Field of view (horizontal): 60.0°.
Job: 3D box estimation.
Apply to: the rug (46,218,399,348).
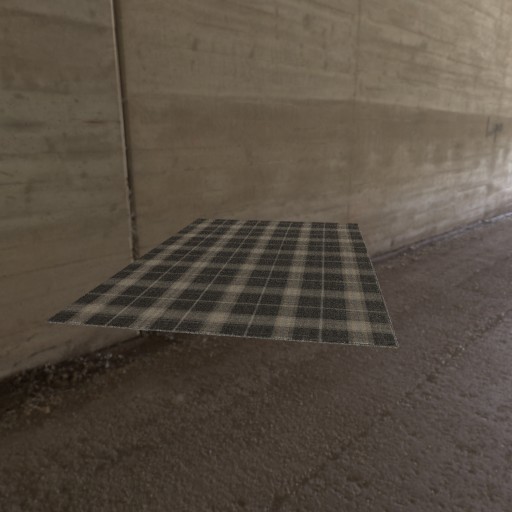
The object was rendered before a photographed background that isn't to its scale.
[{"bbox_3d":[0.000,0.000,2.999,1.520,0.015,2.434,2,16,9],"label":"rug"}]
